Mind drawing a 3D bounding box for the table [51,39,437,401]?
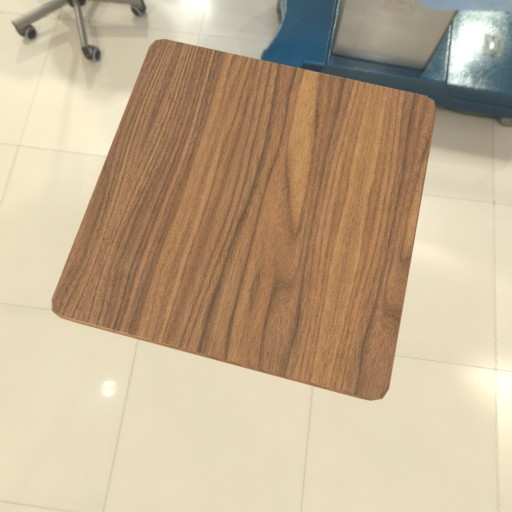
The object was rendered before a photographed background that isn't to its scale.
[{"bbox_3d":[0.000,0.000,0.968,0.479,0.641,0.480,14,75,4],"label":"table"}]
